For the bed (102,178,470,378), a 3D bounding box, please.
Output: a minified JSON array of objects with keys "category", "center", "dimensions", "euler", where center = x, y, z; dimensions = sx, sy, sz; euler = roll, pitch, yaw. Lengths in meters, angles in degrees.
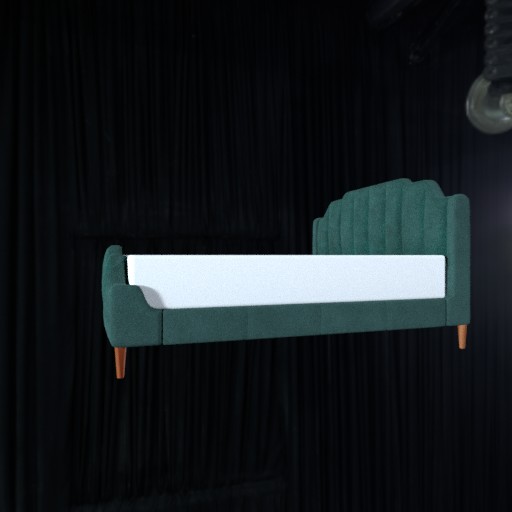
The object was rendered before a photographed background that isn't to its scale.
[{"category":"bed","center":[0.000,0.000,3.568],"dimensions":[2.340,1.245,2.074],"euler":[0,0,-19]}]
